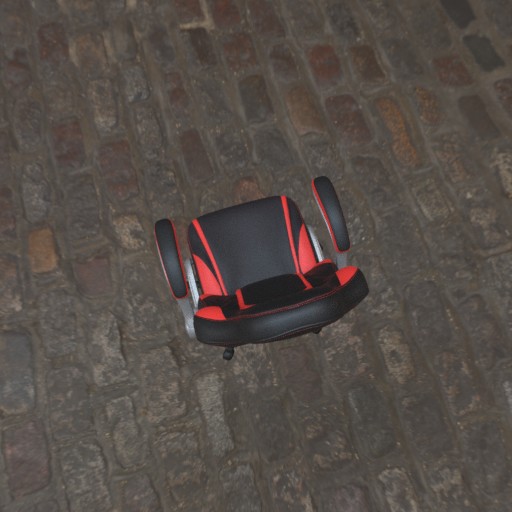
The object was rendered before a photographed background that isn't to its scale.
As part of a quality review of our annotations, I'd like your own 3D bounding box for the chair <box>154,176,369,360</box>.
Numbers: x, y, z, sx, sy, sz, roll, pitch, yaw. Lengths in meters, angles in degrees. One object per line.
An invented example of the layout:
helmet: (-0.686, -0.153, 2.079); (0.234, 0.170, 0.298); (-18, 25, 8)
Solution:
chair: (0.000, 0.000, 1.629); (0.758, 1.165, 0.712); (-16, 75, -4)
